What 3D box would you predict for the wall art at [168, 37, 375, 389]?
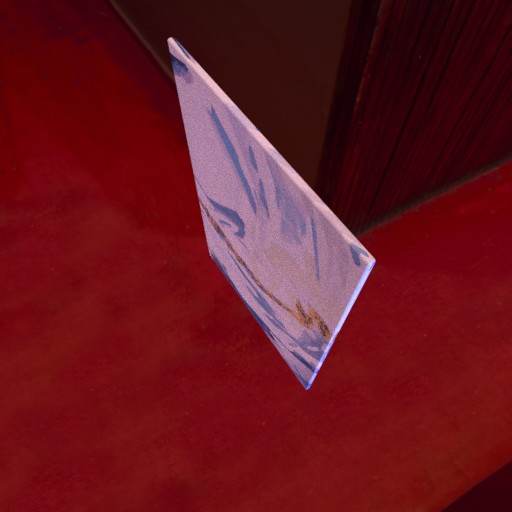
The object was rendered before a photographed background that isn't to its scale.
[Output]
[{"bbox_3d":[0.000,0.000,1.169,0.016,0.914,0.610,-31,66,-15],"label":"wall art"}]
